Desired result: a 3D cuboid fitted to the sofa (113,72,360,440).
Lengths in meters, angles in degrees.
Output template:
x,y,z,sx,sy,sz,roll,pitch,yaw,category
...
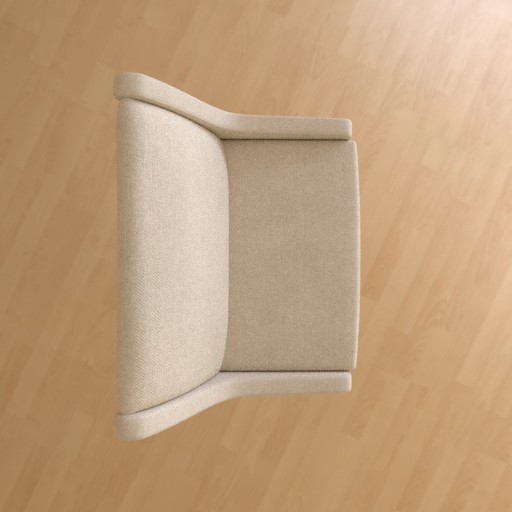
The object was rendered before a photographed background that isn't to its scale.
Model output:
x,y,z,sx,sy,sz,roll,pitch,yaw,category
0.000,0.000,1.918,0.946,0.976,1.212,0,90,-1,sofa
